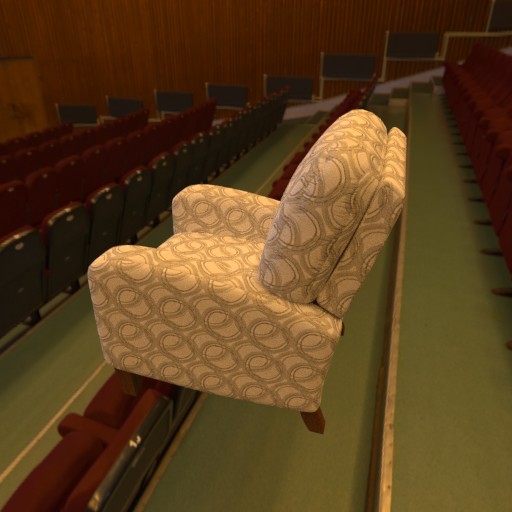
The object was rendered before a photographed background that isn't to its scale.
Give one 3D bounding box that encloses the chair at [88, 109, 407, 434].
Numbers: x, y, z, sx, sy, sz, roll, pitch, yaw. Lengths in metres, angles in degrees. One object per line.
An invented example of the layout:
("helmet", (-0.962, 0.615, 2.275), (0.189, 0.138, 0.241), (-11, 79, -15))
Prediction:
("chair", (0.000, 0.000, 1.737), (0.995, 1.065, 0.796), (8, 30, 15))
